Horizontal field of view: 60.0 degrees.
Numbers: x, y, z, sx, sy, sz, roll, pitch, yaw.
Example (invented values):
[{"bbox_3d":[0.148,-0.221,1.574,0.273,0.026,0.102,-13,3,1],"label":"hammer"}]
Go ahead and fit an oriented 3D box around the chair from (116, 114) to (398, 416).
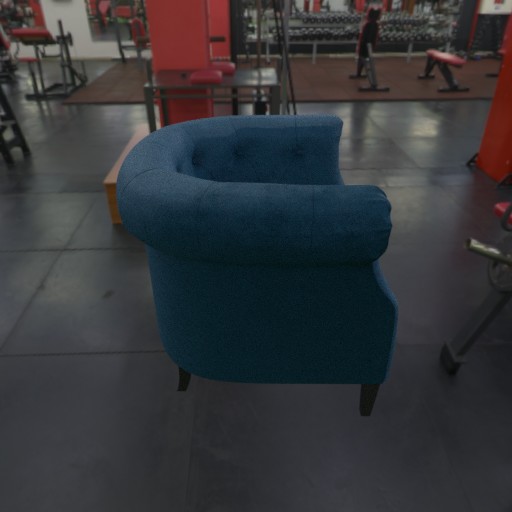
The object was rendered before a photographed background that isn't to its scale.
[{"bbox_3d":[0.000,0.000,1.589,0.851,0.826,0.904,0,32,0],"label":"chair"}]
